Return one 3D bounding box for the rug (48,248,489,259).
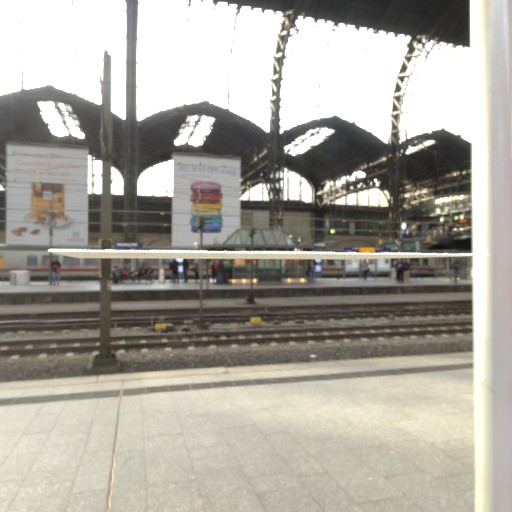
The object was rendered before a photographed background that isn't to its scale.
[{"bbox_3d":[0.000,0.000,2.864,2.275,0.014,1.514,0,-1,-18],"label":"rug"}]
